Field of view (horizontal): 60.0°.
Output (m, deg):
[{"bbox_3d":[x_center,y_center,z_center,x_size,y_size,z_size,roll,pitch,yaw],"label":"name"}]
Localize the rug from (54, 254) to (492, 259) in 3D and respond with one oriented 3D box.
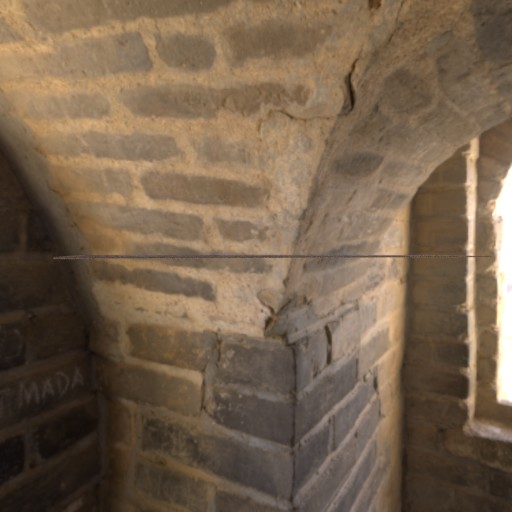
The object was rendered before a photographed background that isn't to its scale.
[{"bbox_3d":[0.000,0.000,2.877,2.227,0.008,1.611,0,0,-18],"label":"rug"}]
